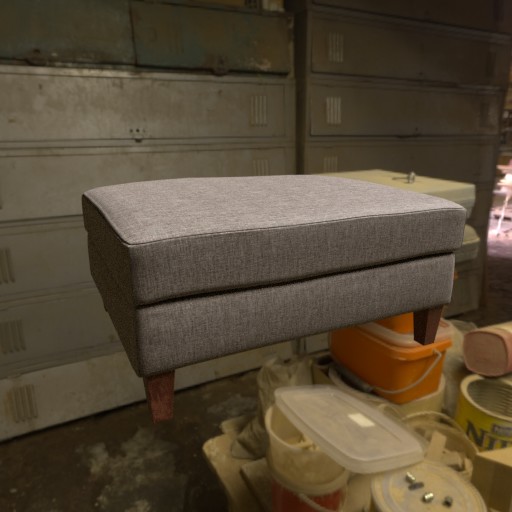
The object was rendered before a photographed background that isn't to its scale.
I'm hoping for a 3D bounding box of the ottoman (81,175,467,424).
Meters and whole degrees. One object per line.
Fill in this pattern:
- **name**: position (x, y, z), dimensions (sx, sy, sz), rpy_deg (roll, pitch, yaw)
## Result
- **ottoman**: position (0.000, 0.000, 1.476), dimensions (0.994, 0.492, 0.839), rpy_deg (-8, 18, -25)
